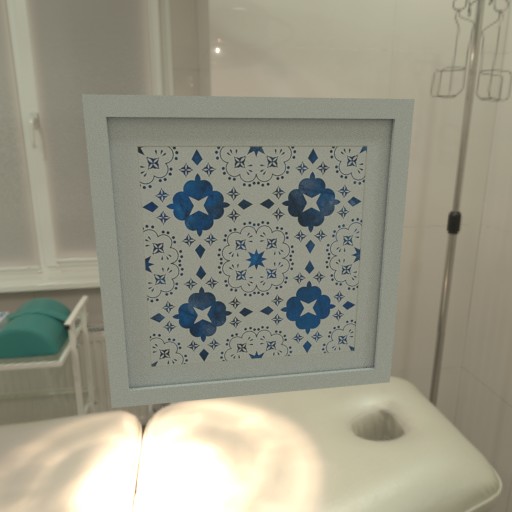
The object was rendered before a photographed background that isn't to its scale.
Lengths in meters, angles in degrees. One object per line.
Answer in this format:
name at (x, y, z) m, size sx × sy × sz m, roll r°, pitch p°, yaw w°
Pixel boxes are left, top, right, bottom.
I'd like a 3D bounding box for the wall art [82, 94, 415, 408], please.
wall art at (0.000, 0.000, 0.526) m, size 0.355 × 0.355 × 0.027 m, roll -2°, pitch 15°, yaw -9°
